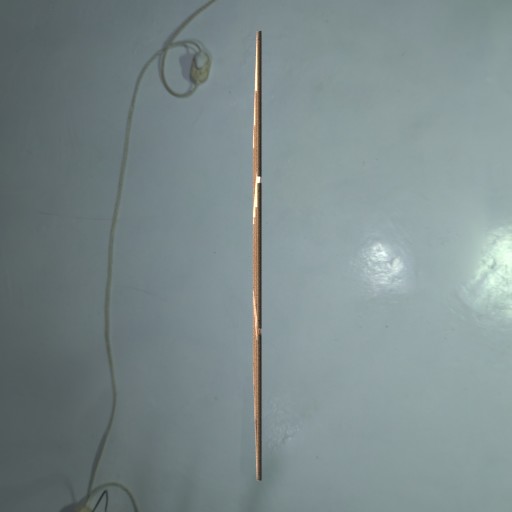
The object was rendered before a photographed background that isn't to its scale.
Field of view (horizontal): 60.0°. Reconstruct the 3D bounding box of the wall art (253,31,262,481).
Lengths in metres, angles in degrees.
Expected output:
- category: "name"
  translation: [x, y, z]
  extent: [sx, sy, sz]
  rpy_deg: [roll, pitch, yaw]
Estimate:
- category: "wall art"
  translation: [0.000, 0.000, 1.806]
  extent: [0.013, 1.218, 1.216]
  rpy_deg: [0, 90, -1]
